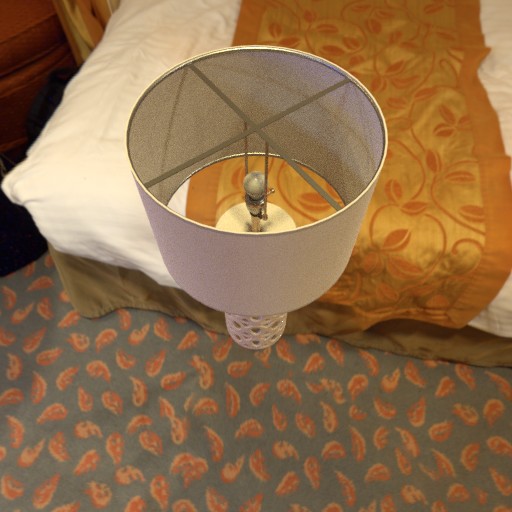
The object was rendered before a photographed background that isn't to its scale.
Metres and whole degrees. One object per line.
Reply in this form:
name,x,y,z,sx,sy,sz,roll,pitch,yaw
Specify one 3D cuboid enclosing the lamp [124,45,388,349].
lamp,0.000,0.000,0.826,0.324,0.636,0.325,-32,64,-18
